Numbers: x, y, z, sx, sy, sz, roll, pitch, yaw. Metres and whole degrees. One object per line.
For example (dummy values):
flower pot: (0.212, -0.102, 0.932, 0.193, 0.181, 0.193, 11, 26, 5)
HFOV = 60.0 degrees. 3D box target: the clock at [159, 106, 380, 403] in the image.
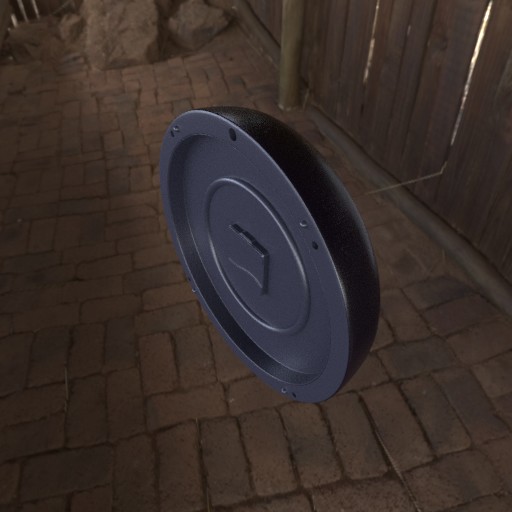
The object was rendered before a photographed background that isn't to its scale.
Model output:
clock: (0.000, 0.000, 0.446, 0.060, 0.300, 0.300, -27, 48, -27)
